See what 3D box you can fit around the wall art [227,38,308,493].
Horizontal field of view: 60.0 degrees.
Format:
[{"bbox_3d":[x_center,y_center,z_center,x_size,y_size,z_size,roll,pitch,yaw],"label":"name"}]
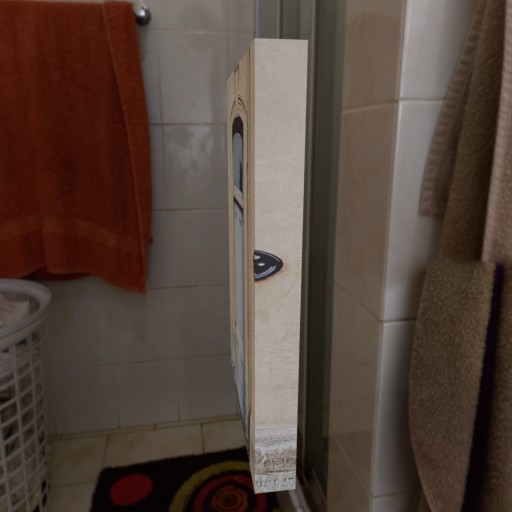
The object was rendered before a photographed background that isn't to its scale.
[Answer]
[{"bbox_3d":[0.000,0.000,0.480,0.038,0.381,0.254,-2,15,-8],"label":"wall art"}]
